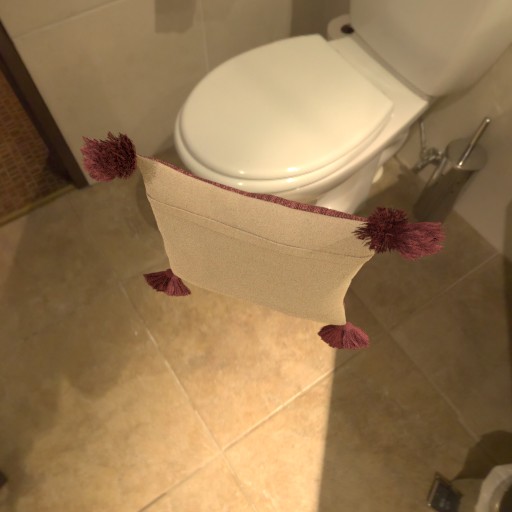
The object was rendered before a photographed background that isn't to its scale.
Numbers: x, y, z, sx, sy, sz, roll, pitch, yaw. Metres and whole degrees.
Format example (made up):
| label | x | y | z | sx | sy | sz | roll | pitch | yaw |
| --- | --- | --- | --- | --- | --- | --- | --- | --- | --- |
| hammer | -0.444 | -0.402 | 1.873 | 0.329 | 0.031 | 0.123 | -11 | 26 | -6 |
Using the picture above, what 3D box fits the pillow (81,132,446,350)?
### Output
| label | x | y | z | sx | sy | sz | roll | pitch | yaw |
| --- | --- | --- | --- | --- | --- | --- | --- | --- | --- |
| pillow | 0.000 | 0.000 | 0.970 | 0.641 | 0.659 | 0.138 | 17 | 64 | 9 |
